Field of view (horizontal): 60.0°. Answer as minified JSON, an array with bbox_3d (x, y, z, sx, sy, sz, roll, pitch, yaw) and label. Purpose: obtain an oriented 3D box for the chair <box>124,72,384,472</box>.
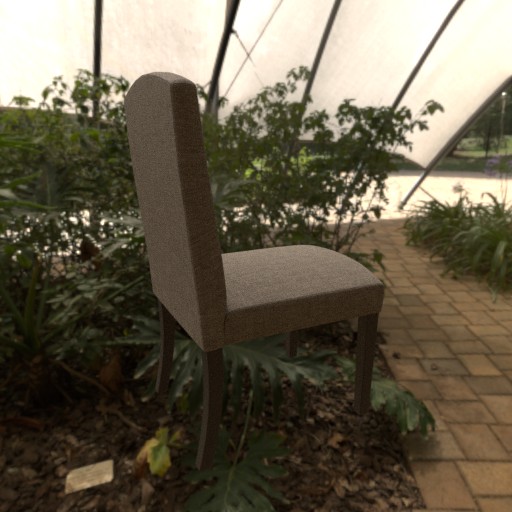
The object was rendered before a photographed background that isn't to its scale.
[{"bbox_3d":[0.000,0.000,1.237,0.580,0.917,0.451,-8,17,-26],"label":"chair"}]
